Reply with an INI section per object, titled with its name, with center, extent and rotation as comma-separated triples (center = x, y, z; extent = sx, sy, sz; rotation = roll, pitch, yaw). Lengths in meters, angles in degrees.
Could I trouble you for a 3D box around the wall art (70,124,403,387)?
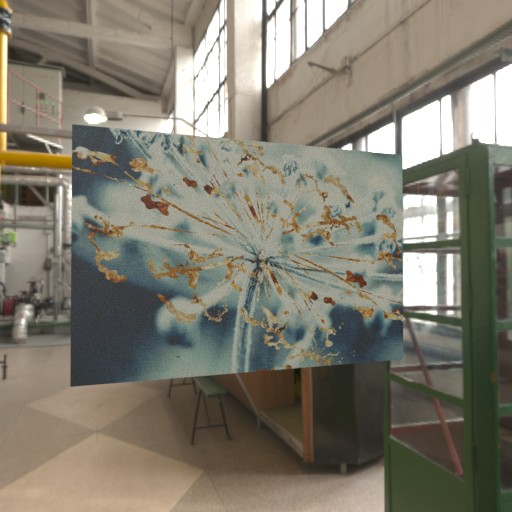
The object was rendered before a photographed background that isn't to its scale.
[wall art]
center = 0.000, 0.000, 1.479
extent = 1.138, 0.759, 0.035
rotation = 0, -1, -19
